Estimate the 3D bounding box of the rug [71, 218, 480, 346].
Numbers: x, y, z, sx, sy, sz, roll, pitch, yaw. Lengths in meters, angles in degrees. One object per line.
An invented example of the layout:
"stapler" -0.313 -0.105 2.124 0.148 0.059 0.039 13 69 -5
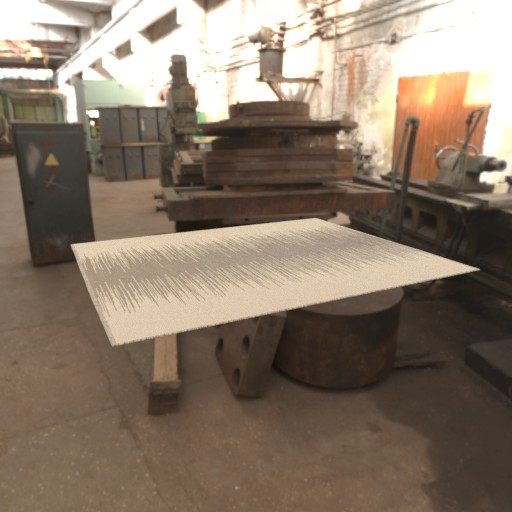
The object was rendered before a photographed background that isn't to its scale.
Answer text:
"rug" 0.000 0.000 4.147 3.037 0.010 2.453 -8 18 -26
